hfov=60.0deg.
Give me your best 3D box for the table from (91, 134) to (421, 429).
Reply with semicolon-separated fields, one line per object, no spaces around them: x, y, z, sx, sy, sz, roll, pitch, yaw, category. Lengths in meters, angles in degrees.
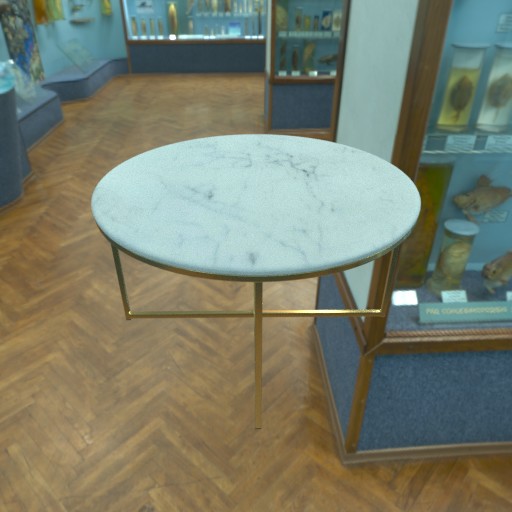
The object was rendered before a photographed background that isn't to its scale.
0.000;0.000;1.244;0.800;0.450;0.800;0;32;0;table
